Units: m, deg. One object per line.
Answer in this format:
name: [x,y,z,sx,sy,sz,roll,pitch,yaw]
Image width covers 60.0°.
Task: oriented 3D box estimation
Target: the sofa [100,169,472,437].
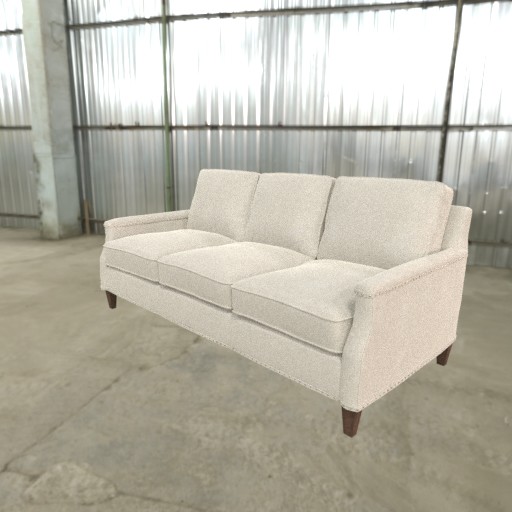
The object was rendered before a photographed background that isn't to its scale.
sofa: [0.000,0.000,2.790,1.084,1.003,2.246,-13,19,-43]
